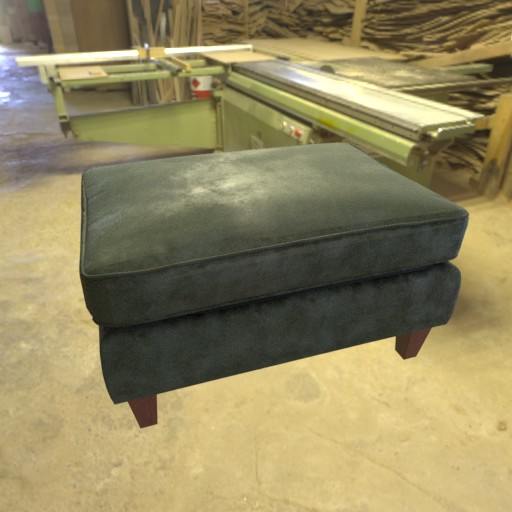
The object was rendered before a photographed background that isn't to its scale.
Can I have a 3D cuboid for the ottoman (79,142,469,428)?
[{"bbox_3d":[0.000,0.000,1.234,0.864,0.495,0.632,-10,32,-16],"label":"ottoman"}]
